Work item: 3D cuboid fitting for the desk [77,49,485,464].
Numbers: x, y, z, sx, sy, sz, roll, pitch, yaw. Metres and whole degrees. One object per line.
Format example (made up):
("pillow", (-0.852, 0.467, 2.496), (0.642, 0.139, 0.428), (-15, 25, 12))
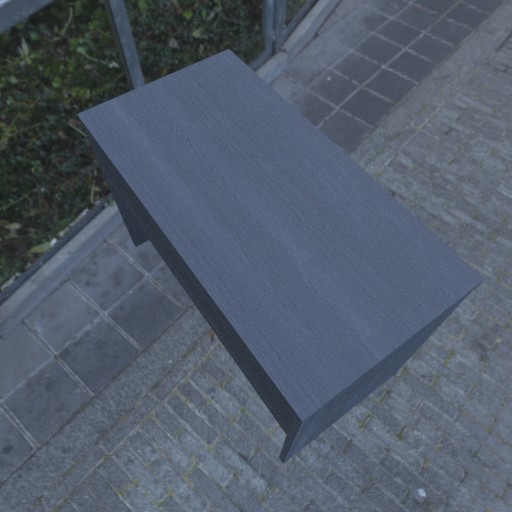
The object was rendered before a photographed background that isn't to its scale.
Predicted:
("desk", (0.000, 0.000, 1.516), (0.557, 0.729, 1.099), (-31, 64, -17))
